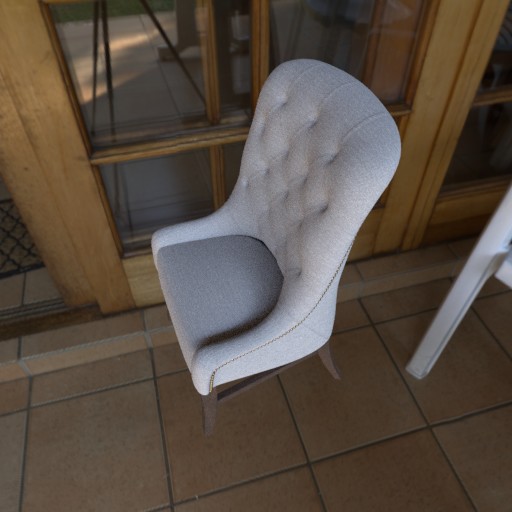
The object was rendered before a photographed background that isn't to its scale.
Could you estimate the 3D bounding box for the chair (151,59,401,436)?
[{"bbox_3d":[0.000,0.000,1.475,0.629,1.091,0.634,-16,48,-15],"label":"chair"}]
